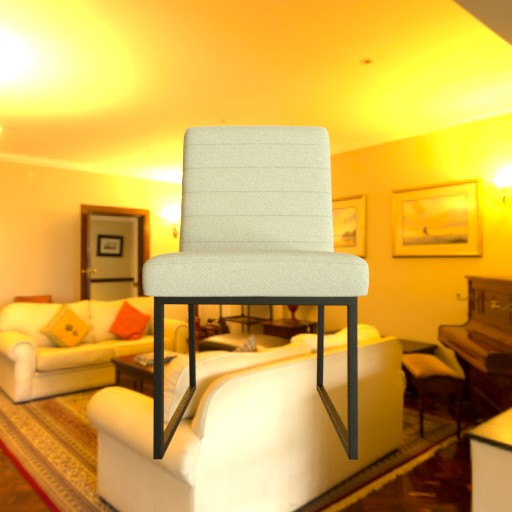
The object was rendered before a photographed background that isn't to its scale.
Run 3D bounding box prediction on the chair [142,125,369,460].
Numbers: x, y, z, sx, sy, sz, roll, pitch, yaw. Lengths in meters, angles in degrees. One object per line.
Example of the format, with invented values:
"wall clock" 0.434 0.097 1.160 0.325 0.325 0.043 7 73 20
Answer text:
"chair" 0.000 0.000 1.306 0.520 0.930 0.634 0 -1 0
